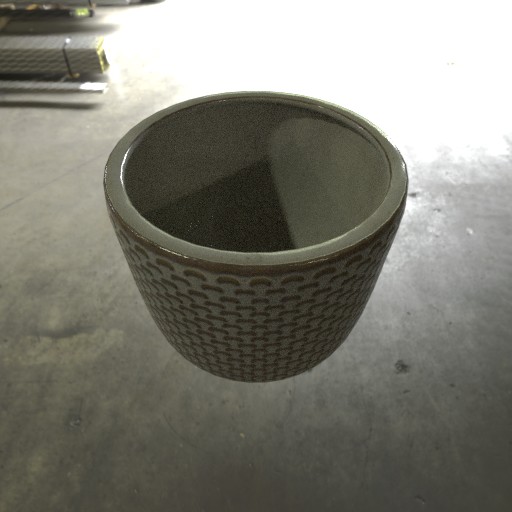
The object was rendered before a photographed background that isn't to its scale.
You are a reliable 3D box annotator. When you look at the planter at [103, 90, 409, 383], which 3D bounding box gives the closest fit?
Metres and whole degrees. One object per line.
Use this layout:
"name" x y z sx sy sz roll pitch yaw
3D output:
"planter" 0.000 0.000 0.249 0.139 0.130 0.139 0 46 0
